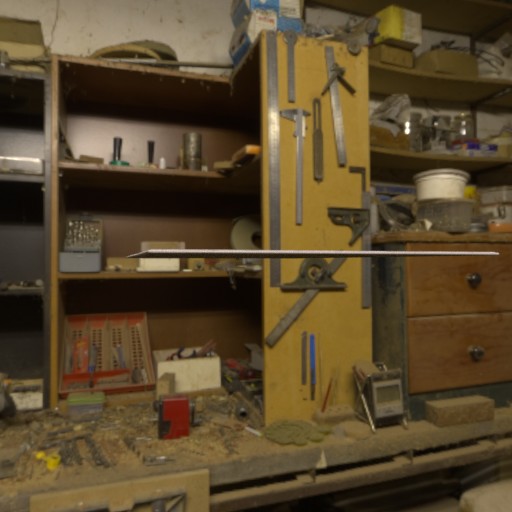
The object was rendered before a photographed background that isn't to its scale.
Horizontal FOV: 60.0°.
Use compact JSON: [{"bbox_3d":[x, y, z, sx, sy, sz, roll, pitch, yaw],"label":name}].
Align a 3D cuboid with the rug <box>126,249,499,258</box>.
[{"bbox_3d":[0.000,0.000,2.267,1.224,0.012,1.847,0,-1,-18],"label":"rug"}]
